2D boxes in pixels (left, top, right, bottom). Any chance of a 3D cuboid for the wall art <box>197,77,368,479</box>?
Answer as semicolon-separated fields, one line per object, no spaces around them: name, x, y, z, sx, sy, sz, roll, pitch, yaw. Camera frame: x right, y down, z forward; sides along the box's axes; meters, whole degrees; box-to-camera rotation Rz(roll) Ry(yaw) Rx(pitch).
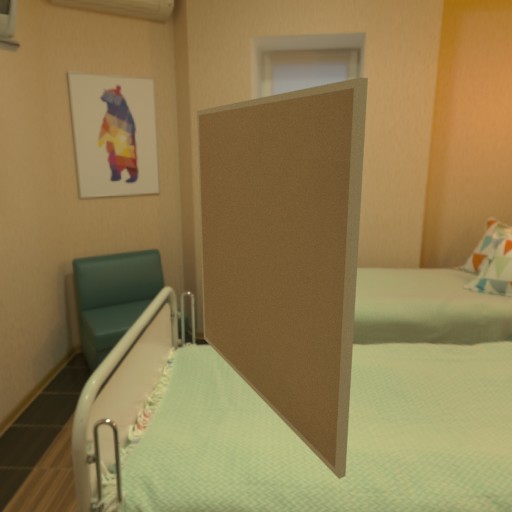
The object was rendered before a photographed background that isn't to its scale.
wall art;0.000;0.000;0.833;0.012;0.557;0.557;-7;15;-27
